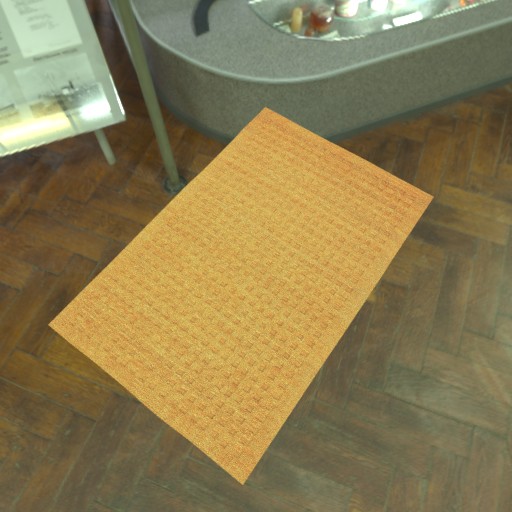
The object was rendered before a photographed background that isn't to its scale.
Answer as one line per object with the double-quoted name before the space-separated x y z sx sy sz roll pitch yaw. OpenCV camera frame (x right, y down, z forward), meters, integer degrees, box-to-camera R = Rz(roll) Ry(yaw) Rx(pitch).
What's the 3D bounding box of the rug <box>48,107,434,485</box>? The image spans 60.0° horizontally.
"rug" 0.000 0.000 2.258 1.143 0.006 1.747 33 67 16
